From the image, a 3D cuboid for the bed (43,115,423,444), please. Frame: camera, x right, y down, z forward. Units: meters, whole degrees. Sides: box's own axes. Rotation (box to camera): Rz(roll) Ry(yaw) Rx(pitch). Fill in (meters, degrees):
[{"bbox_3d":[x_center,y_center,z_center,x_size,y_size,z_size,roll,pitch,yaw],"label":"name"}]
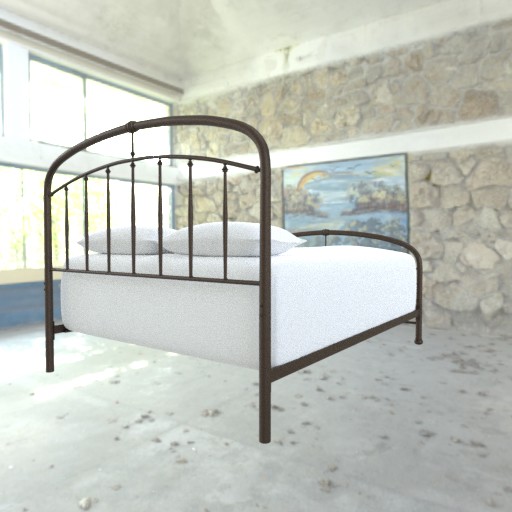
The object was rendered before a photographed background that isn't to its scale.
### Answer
[{"bbox_3d":[0.000,0.000,3.122,1.711,1.425,2.180,1,2,36],"label":"bed"}]
